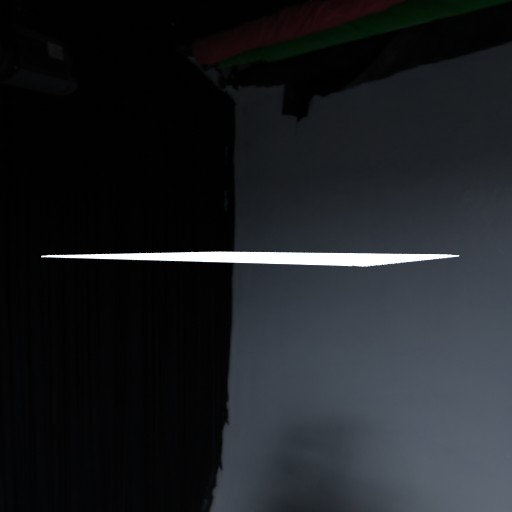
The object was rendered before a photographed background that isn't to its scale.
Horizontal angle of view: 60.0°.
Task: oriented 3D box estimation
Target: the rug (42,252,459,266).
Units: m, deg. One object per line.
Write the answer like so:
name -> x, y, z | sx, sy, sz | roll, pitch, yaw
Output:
rug -> 0.000, 0.000, 3.929 | 2.940, 0.013, 2.312 | 1, 2, 35
